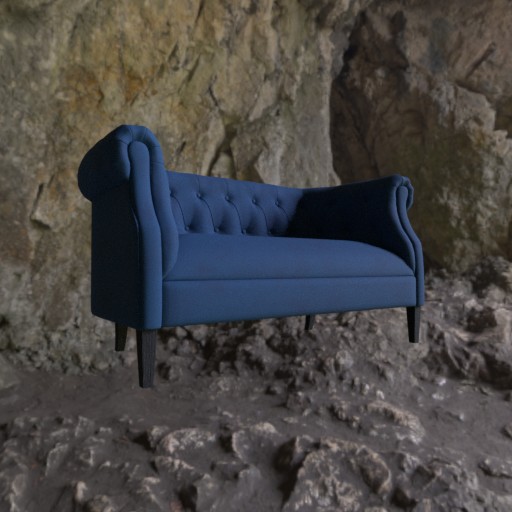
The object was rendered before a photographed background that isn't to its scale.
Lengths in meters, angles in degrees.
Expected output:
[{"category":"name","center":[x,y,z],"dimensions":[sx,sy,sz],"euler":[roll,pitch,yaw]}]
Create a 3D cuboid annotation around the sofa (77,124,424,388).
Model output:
[{"category":"sofa","center":[0.000,0.000,2.043],"dimensions":[1.558,0.827,0.835],"euler":[1,-2,-36]}]
